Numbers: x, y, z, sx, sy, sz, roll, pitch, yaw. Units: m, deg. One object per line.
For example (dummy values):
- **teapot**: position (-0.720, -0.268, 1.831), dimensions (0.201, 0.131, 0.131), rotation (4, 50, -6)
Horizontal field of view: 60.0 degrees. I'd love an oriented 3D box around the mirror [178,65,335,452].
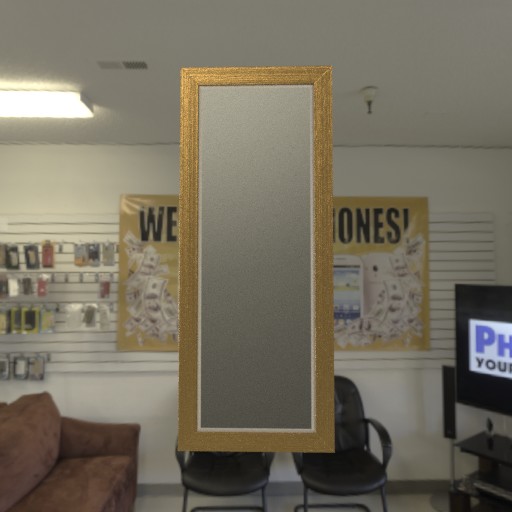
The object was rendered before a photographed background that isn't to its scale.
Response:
- **mirror**: position (0.000, 0.000, 2.350), dimensions (0.812, 2.031, 0.025), rotation (0, -2, 2)
